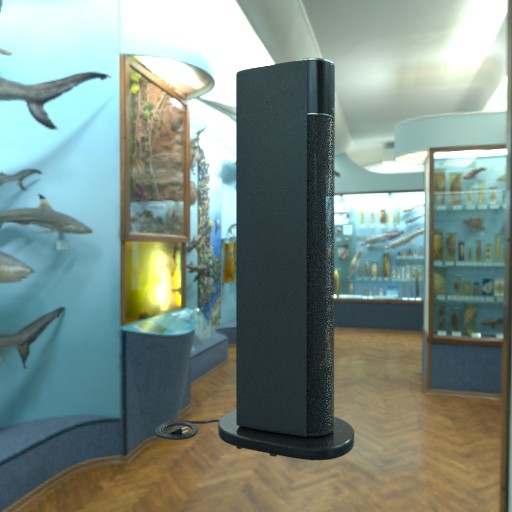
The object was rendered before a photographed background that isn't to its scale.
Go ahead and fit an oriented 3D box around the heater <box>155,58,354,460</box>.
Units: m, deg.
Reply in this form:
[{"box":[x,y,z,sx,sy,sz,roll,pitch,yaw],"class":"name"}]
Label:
[{"box":[0.000,0.000,1.050,0.458,0.856,0.214,0,1,19],"class":"heater"}]
